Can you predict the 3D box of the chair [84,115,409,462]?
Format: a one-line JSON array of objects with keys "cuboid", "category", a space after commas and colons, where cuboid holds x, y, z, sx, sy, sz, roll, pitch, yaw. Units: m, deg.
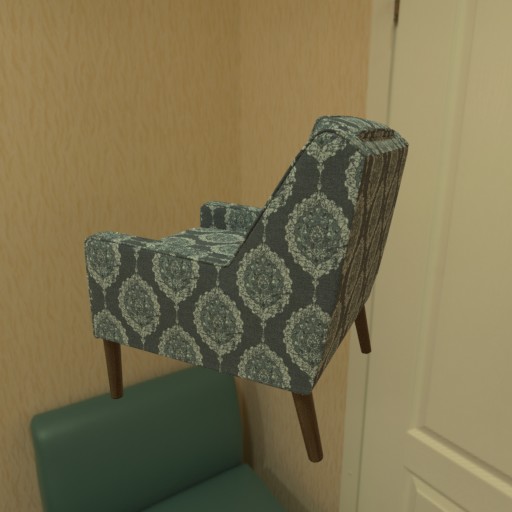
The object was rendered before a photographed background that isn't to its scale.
[{"cuboid": [0.000, 0.000, 1.324, 0.743, 0.792, 0.663, 7, 18, 24], "category": "chair"}]
